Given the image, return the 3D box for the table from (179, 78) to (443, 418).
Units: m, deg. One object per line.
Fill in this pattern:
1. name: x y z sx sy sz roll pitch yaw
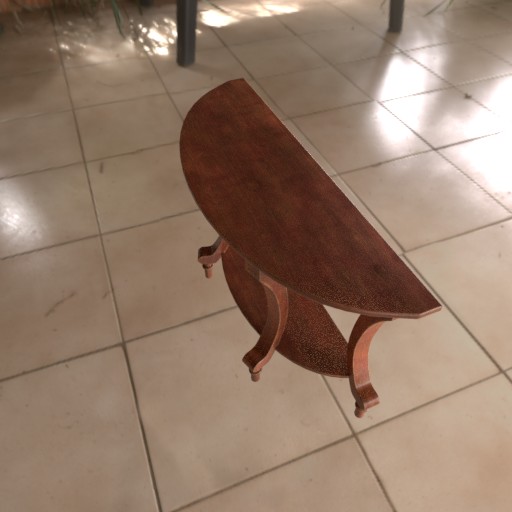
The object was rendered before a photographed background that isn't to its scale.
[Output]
1. table: 0.000 0.000 1.559 0.394 0.699 1.198 -17 49 -15
